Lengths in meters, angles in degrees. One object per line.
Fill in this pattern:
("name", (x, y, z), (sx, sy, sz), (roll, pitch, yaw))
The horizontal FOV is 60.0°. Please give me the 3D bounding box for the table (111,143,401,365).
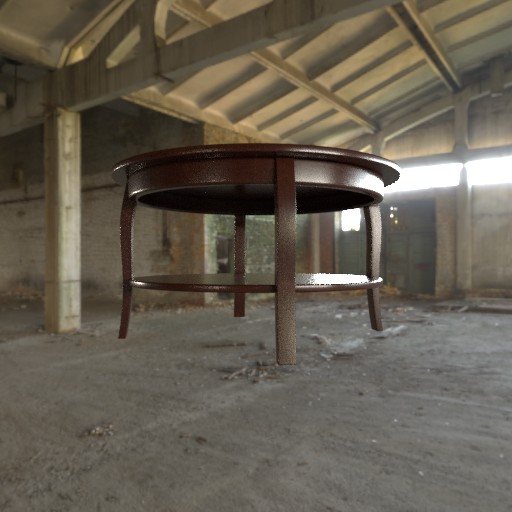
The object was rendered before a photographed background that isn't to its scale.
("table", (0.000, 0.000, 1.464), (0.911, 0.512, 0.911), (0, 0, 0))
